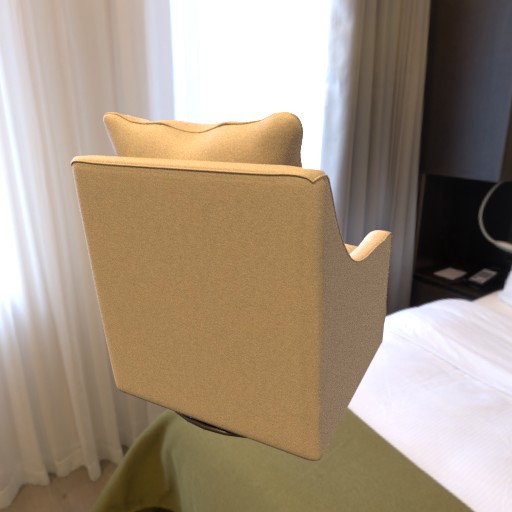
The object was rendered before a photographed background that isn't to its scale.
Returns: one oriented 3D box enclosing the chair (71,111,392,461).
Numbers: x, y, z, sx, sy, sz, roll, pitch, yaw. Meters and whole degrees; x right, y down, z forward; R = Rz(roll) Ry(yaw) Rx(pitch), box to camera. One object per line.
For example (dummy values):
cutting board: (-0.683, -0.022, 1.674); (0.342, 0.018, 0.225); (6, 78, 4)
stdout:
chair: (0.000, 0.000, 1.533); (0.760, 0.942, 0.876); (9, 20, 26)
